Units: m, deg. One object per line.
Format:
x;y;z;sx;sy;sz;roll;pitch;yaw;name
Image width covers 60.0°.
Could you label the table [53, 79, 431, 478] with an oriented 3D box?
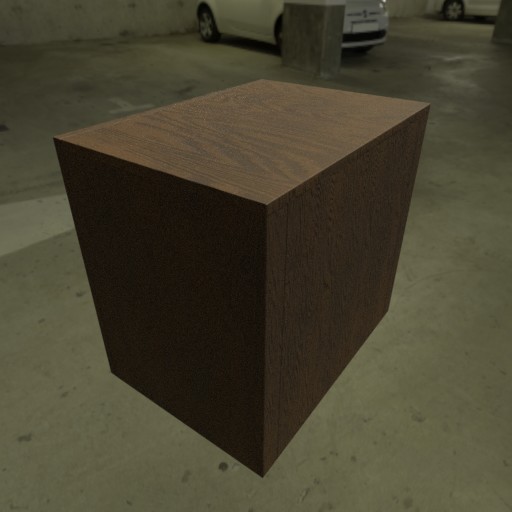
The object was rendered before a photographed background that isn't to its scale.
0.000;0.000;0.941;0.439;0.585;0.560;21;38;30;table
